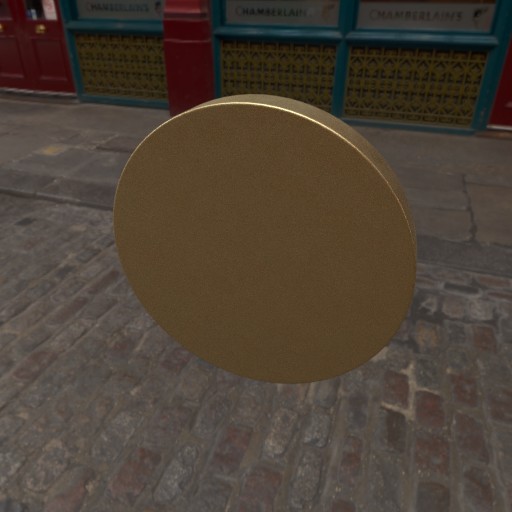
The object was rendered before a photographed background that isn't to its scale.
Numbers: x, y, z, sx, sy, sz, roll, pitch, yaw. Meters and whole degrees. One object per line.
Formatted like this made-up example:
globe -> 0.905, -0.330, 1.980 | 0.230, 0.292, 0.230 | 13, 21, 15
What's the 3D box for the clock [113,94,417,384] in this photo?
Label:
clock -> 0.000, 0.000, 0.459 | 0.314, 0.314, 0.040 | 9, 31, 16
